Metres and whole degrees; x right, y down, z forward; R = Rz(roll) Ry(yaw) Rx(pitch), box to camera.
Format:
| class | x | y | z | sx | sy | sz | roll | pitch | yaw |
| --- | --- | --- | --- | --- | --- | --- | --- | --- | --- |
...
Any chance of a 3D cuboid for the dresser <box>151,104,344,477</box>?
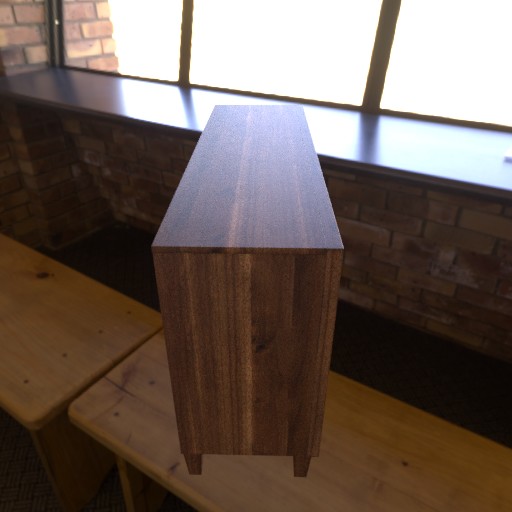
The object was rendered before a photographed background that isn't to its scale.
| class | x | y | z | sx | sy | sz | roll | pitch | yaw |
| --- | --- | --- | --- | --- | --- | --- | --- | --- | --- |
| dresser | 0.000 | 0.000 | 1.813 | 0.438 | 0.892 | 1.387 | 1 | 31 | 1 |
